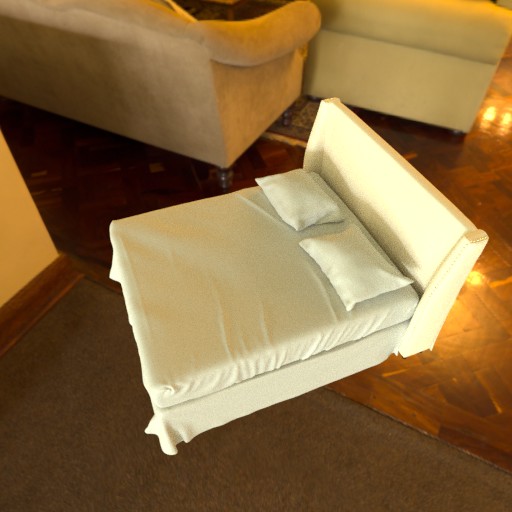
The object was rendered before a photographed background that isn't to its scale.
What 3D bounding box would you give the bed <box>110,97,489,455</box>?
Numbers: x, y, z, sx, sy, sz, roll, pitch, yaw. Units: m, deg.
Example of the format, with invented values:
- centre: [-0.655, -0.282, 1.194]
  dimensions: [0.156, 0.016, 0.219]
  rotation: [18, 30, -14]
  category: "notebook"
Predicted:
- centre: [0.000, 0.000, 3.423]
  dimensions: [2.276, 1.332, 1.925]
  rotation: [-16, 49, -15]
  category: "bed"
